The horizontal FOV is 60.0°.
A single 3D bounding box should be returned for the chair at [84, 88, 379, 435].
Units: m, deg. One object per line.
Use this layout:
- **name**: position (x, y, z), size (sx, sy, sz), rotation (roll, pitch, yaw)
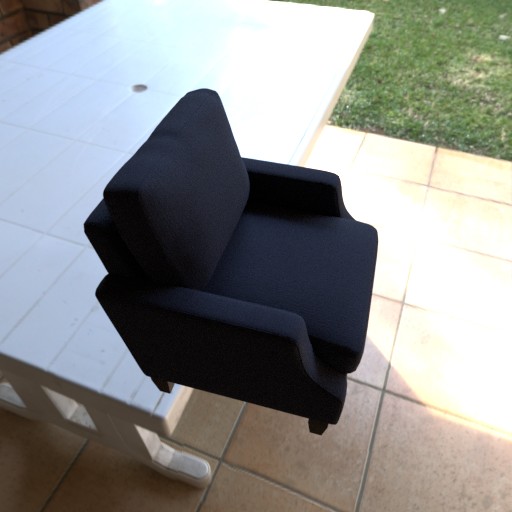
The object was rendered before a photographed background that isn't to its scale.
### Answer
- **chair**: position (0.000, 0.000, 1.677), size (0.897, 0.991, 0.855), rotation (12, 47, 11)
